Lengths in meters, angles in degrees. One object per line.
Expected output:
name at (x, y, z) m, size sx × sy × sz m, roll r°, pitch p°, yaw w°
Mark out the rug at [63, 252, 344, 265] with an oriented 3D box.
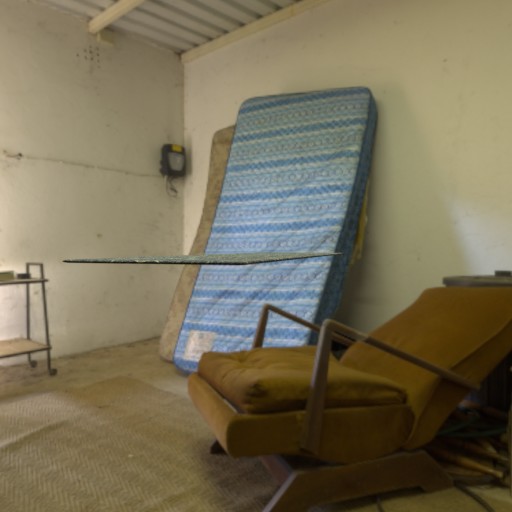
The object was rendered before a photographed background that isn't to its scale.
rug at (0.000, 0.000, 2.586) m, size 0.719 × 0.013 × 2.306 m, roll 0°, pitch 1°, yaw 19°
